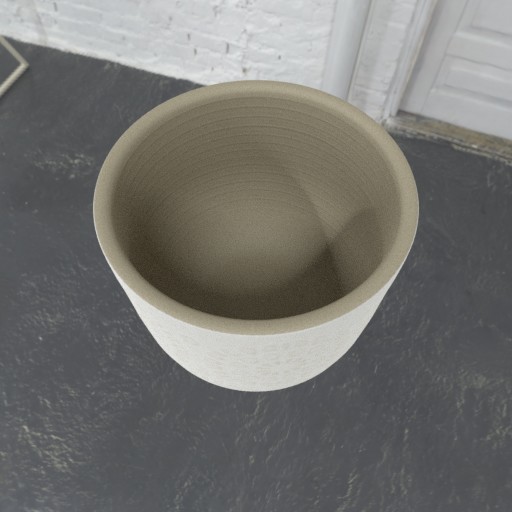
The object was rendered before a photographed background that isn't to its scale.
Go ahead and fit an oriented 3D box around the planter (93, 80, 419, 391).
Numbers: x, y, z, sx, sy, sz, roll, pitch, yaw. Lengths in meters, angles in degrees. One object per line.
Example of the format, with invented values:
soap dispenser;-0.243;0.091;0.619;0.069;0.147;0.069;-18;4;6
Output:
planter;0.000;0.000;0.218;0.124;0.109;0.124;0;59;0
